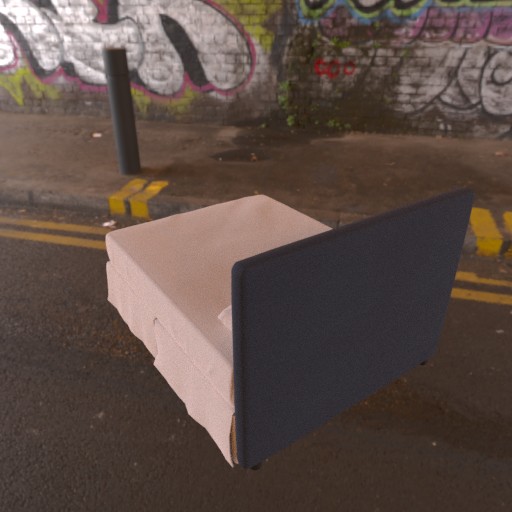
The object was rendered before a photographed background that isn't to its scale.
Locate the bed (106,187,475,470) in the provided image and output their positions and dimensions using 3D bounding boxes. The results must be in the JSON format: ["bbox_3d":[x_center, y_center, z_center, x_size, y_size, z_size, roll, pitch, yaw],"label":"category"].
[{"bbox_3d":[0.000,0.000,3.244,1.713,1.330,2.162,-18,33,-30],"label":"bed"}]
